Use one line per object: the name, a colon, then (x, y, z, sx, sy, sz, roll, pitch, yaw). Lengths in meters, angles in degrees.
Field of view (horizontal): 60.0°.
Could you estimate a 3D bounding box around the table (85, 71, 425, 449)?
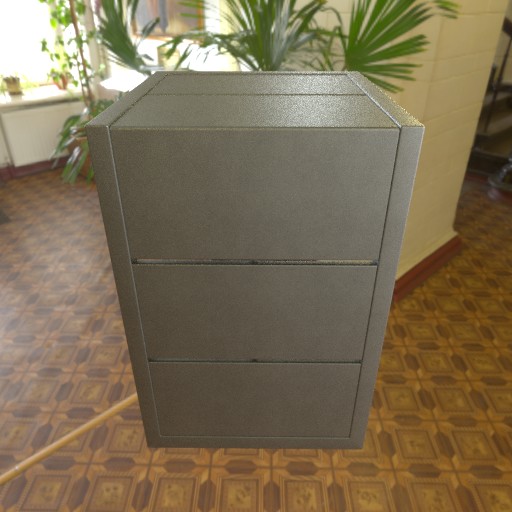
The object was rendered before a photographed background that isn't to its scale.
table: (0.000, 0.000, 0.861, 0.405, 0.609, 0.420, 0, 31, 1)
